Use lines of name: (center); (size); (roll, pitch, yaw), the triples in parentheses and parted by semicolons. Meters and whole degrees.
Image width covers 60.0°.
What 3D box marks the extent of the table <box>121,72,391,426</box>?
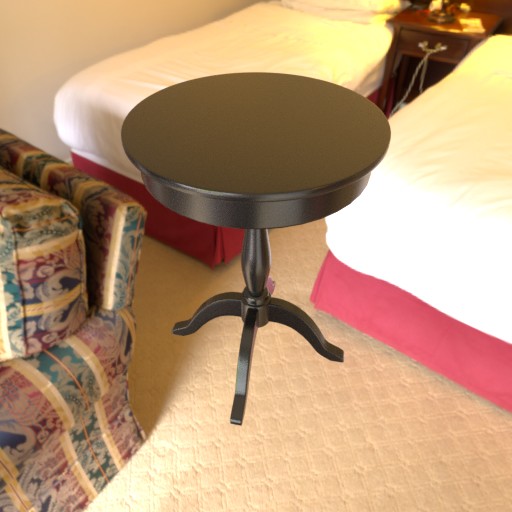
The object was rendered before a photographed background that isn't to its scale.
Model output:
table: (0.000, 0.000, 1.022); (0.481, 0.665, 0.481); (0, 42, 0)
